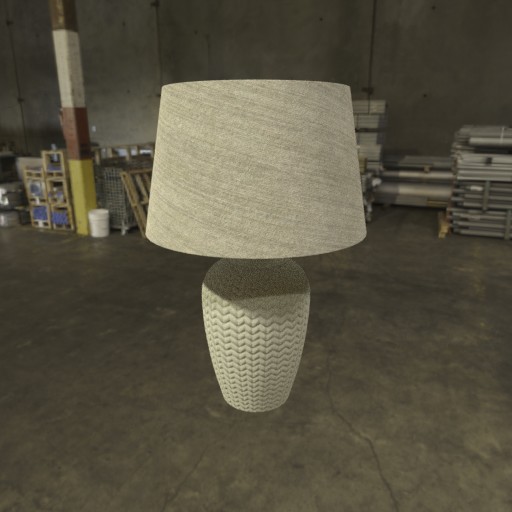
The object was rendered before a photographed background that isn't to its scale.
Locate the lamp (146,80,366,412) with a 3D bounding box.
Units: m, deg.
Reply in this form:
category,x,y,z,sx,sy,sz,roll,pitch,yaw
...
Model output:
category,x,y,z,sx,sy,sz,roll,pitch,yaw
lamp,0.000,0.000,0.820,0.390,0.580,0.390,0,16,0
